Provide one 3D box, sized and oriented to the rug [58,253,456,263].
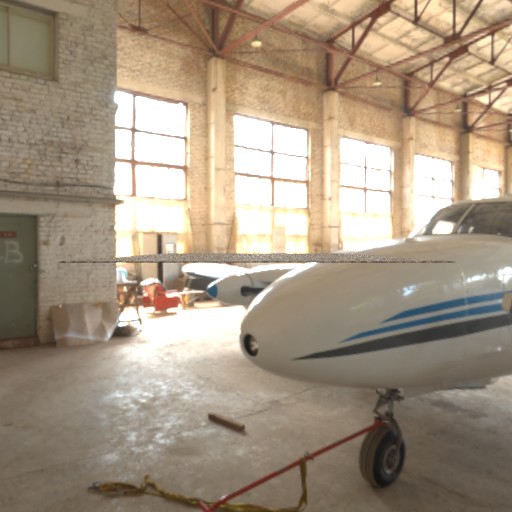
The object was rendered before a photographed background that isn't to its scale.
[{"bbox_3d":[0.000,0.000,2.169,1.177,0.004,1.750,0,1,0],"label":"rug"}]
